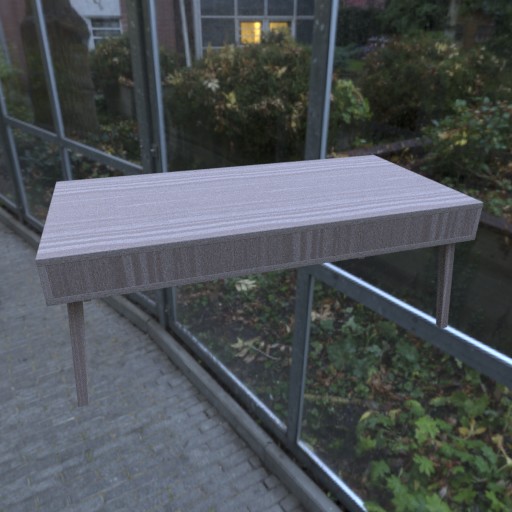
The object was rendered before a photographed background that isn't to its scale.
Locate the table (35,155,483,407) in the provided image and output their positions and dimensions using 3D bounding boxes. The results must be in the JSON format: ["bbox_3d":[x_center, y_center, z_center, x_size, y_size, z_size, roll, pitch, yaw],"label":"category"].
[{"bbox_3d":[0.000,0.000,1.481,1.200,0.450,0.600,-8,28,-16],"label":"table"}]
